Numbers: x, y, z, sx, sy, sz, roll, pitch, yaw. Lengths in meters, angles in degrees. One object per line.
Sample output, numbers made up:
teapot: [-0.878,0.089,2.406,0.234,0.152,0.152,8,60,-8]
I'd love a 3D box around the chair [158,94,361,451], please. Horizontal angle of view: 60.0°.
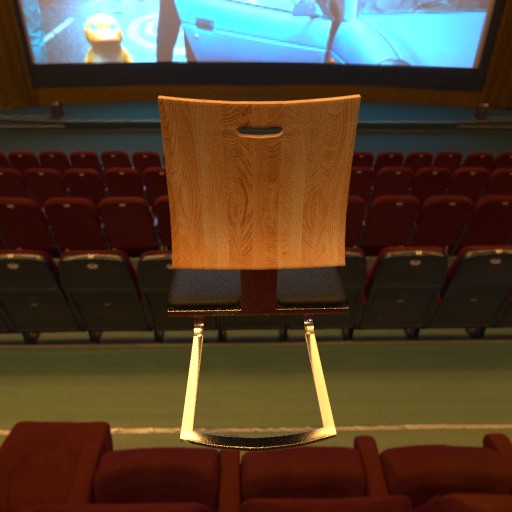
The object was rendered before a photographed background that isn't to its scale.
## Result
chair: [0.000,0.000,1.244,0.462,0.936,0.560,-1,30,-2]
